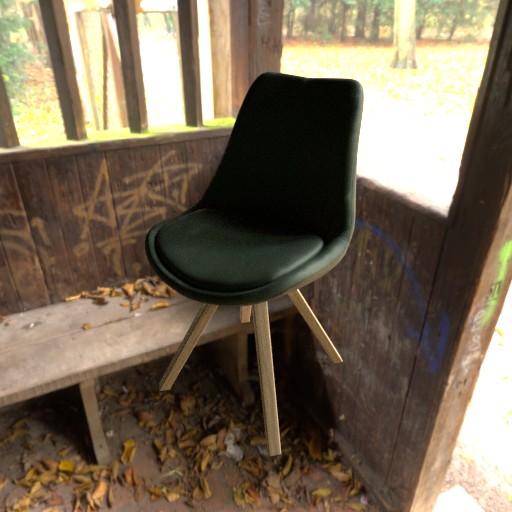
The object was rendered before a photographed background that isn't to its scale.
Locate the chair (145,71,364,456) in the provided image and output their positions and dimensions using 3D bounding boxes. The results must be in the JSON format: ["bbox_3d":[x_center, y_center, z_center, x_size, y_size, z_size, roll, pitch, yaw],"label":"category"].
[{"bbox_3d":[0.000,0.000,1.205,0.483,0.865,0.547,19,35,29],"label":"chair"}]
